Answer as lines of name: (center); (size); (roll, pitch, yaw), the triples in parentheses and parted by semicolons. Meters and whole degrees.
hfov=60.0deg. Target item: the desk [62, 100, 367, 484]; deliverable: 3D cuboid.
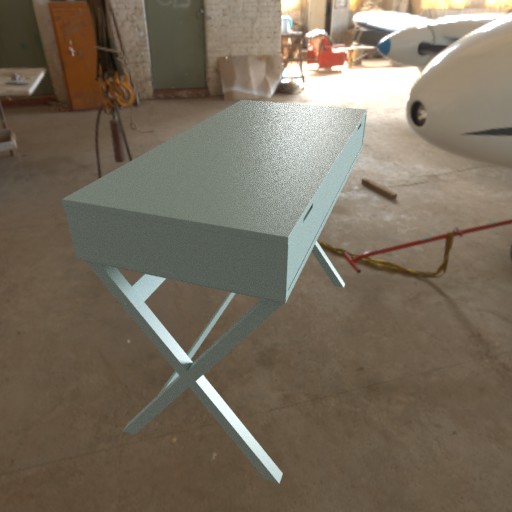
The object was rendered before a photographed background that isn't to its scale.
desk: (0.000, 0.000, 1.503); (0.509, 0.780, 1.059); (11, 33, 17)
